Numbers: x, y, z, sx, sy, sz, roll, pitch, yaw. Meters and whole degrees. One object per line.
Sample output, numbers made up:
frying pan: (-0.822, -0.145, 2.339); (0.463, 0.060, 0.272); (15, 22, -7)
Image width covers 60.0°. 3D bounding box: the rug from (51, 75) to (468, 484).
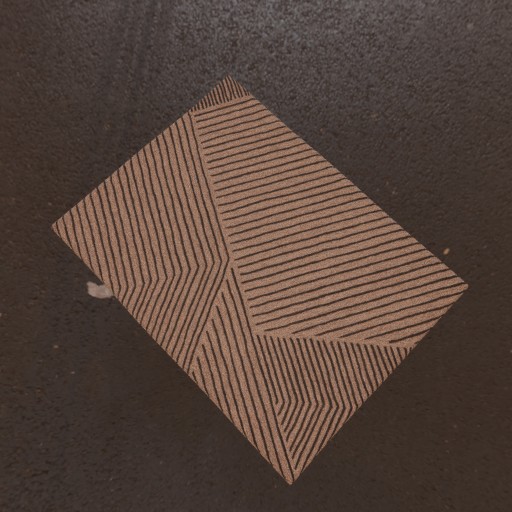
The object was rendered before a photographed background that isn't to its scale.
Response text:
rug: (0.000, 0.000, 3.197); (1.829, 0.028, 2.449); (-44, 80, -10)
